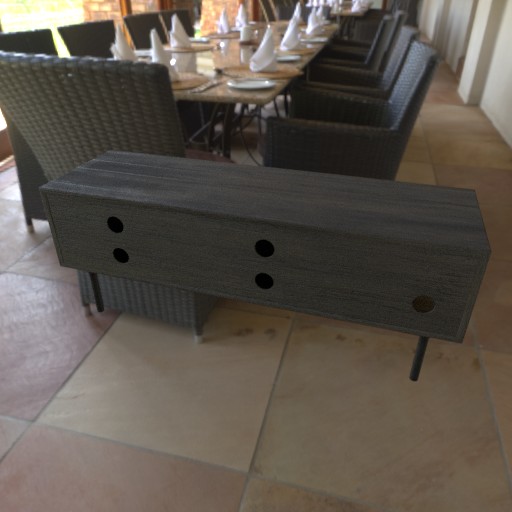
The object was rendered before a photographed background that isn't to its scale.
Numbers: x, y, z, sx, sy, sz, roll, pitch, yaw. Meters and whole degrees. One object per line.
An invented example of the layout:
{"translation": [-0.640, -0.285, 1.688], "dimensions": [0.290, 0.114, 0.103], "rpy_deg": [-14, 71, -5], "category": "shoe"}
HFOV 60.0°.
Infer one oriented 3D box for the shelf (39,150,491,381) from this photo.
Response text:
{"translation": [0.000, 0.000, 1.509], "dimensions": [1.300, 0.495, 0.400], "rpy_deg": [9, 32, 15], "category": "shelf"}
